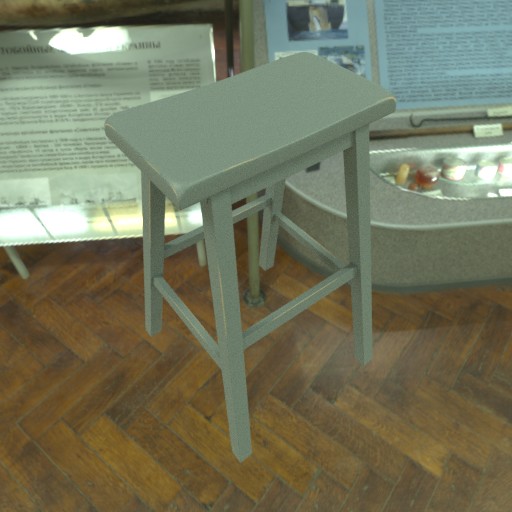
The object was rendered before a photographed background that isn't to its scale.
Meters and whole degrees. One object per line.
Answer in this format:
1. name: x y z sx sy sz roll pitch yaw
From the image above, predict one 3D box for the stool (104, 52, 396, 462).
1. stool: 0.000 0.000 1.010 0.457 0.737 0.476 -29 53 -25
